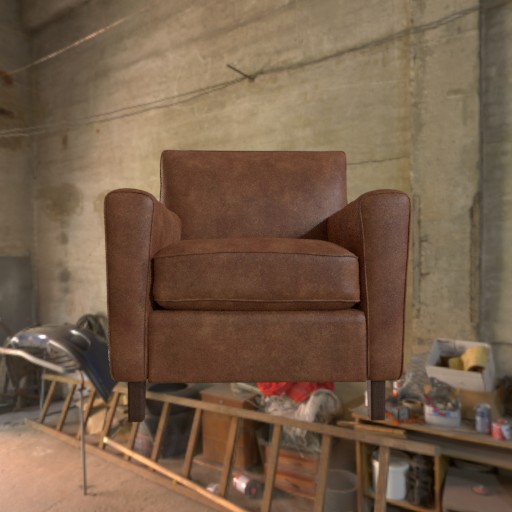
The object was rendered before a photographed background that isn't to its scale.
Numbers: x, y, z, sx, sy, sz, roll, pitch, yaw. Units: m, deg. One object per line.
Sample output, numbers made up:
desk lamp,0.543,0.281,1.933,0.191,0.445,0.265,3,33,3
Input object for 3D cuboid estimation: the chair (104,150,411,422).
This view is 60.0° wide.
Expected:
chair,0.000,0.000,1.611,0.870,0.943,0.823,0,0,-1
